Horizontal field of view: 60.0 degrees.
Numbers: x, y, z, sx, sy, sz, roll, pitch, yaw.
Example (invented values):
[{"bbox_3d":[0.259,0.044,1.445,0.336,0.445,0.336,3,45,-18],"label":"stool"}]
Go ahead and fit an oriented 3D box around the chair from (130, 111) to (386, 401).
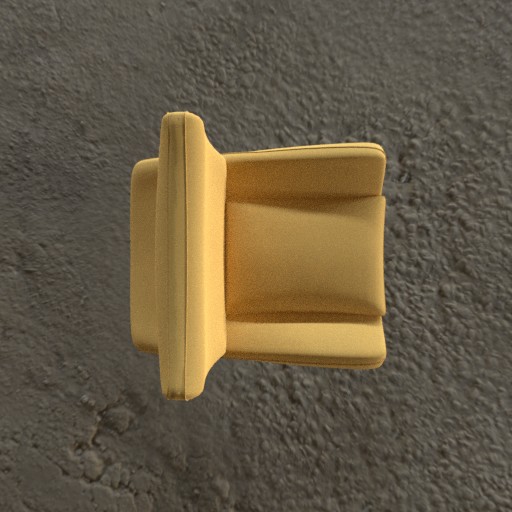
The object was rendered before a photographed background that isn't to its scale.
[{"bbox_3d":[0.000,0.000,1.688,1.008,0.855,0.859,0,90,0],"label":"chair"}]
